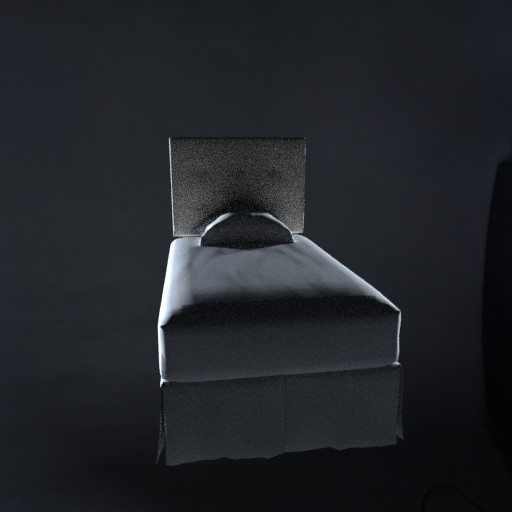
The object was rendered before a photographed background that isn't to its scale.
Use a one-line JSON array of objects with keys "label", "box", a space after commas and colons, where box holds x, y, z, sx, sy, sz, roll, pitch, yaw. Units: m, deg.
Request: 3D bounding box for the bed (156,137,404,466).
[{"label": "bed", "box": [0.000, 0.000, 2.944, 1.261, 1.571, 1.997, -2, 14, -8]}]
